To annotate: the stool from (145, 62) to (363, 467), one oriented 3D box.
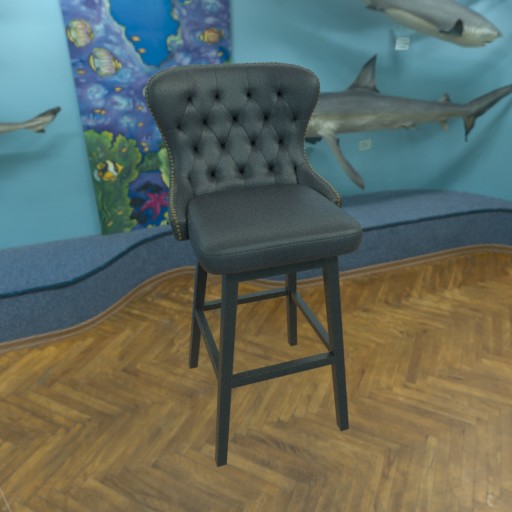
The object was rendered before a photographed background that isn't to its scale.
[{"bbox_3d":[0.000,0.000,1.374,0.528,1.050,0.601,-9,31,-16],"label":"stool"}]
